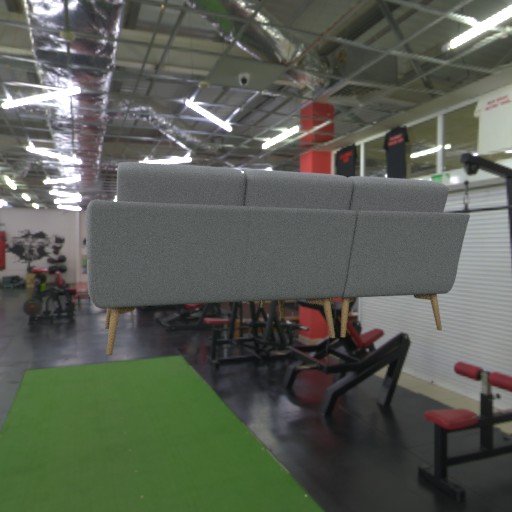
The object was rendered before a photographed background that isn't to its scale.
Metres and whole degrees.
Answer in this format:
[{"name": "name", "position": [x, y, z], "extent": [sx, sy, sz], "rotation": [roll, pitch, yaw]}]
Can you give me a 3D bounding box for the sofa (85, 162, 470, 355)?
[{"name": "sofa", "position": [0.000, 0.000, 2.837], "extent": [2.040, 0.860, 1.530], "rotation": [0, 1, -19]}]
